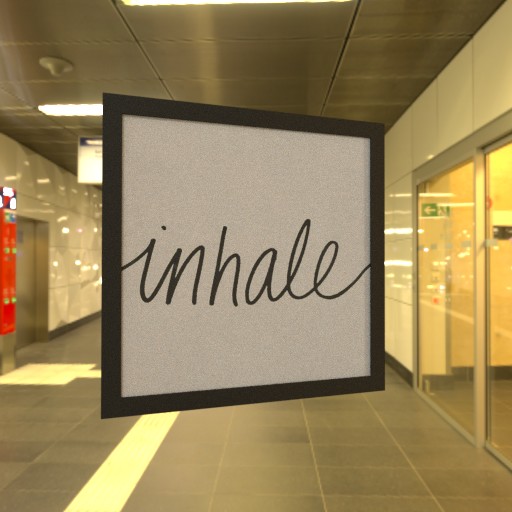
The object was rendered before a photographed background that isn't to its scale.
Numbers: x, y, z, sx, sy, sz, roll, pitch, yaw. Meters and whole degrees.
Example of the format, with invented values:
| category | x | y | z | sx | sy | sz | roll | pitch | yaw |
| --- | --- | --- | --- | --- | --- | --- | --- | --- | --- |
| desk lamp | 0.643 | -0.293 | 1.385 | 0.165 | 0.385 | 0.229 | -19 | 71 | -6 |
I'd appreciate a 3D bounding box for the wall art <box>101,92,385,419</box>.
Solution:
| category | x | y | z | sx | sy | sz | roll | pitch | yaw |
| --- | --- | --- | --- | --- | --- | --- | --- | --- | --- |
| wall art | 0.000 | 0.000 | 0.541 | 0.356 | 0.356 | 0.013 | 0 | -1 | -18 |
